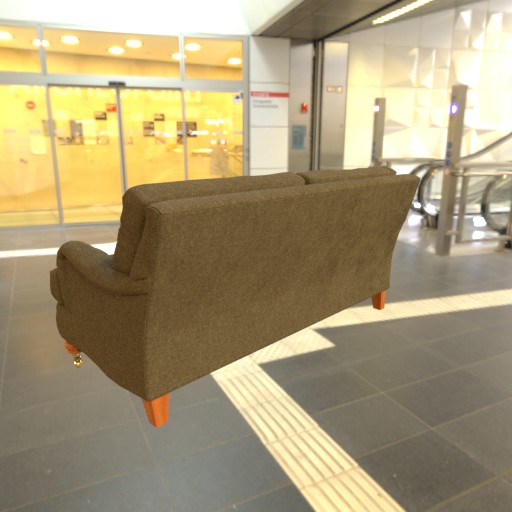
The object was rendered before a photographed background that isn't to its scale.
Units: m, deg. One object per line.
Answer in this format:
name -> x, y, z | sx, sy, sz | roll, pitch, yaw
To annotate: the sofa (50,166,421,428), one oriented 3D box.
sofa -> 0.000, 0.000, 2.735 | 1.087, 1.054, 2.160 | 14, 20, 42
